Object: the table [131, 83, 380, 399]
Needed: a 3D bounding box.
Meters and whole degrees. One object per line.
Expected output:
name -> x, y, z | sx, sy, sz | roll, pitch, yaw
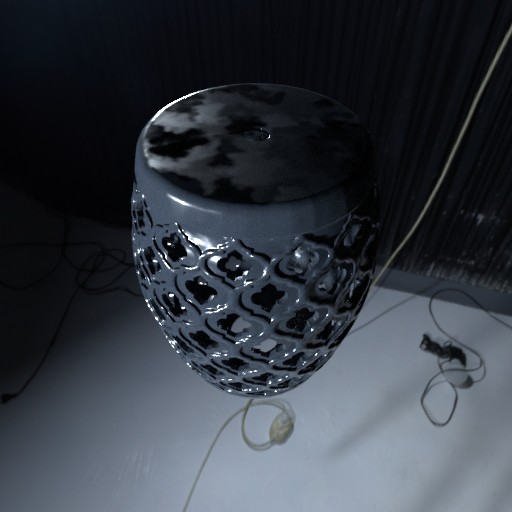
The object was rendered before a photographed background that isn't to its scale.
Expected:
table -> 0.000, 0.000, 0.627 | 0.325, 0.388, 0.325 | 0, 46, 0
